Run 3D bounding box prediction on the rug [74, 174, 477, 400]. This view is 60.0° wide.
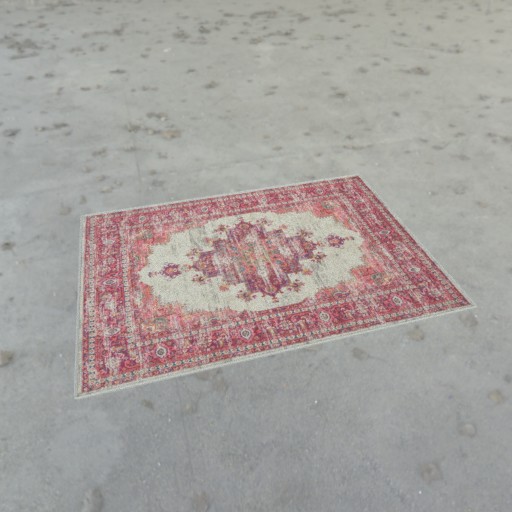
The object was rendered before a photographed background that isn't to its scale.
[{"bbox_3d":[0.000,0.000,2.273,1.747,0.011,1.217,-10,42,-12],"label":"rug"}]
